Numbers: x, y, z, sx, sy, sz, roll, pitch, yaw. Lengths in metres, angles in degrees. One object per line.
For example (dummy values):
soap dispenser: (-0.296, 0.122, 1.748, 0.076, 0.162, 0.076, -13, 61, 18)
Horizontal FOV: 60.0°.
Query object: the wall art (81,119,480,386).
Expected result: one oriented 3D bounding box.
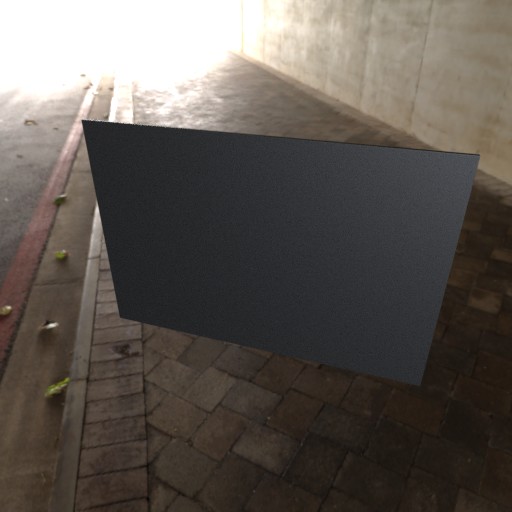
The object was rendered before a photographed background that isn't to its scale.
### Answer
wall art: (0.000, 0.000, 1.484, 1.192, 0.811, 0.013, 10, 32, 16)
